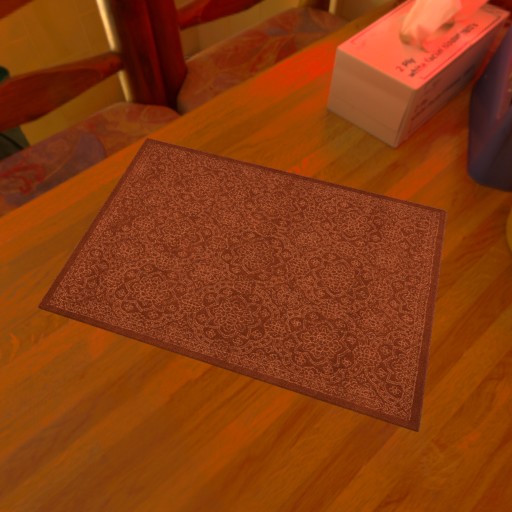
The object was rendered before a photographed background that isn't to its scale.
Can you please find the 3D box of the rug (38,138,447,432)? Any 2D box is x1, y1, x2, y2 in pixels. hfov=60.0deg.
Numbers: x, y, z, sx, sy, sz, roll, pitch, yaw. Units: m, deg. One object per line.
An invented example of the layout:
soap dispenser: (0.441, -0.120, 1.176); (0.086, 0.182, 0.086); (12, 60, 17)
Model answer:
rug: (0.000, 0.000, 2.298); (1.829, 0.010, 1.219); (16, 59, 9)
